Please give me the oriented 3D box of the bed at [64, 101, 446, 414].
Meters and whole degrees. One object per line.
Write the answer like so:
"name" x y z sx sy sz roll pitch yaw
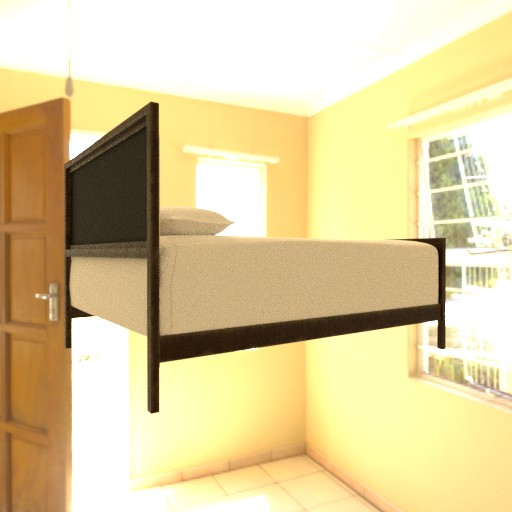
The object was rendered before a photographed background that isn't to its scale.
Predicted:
"bed" 0.000 0.000 3.156 2.221 1.313 1.607 0 0 -35
